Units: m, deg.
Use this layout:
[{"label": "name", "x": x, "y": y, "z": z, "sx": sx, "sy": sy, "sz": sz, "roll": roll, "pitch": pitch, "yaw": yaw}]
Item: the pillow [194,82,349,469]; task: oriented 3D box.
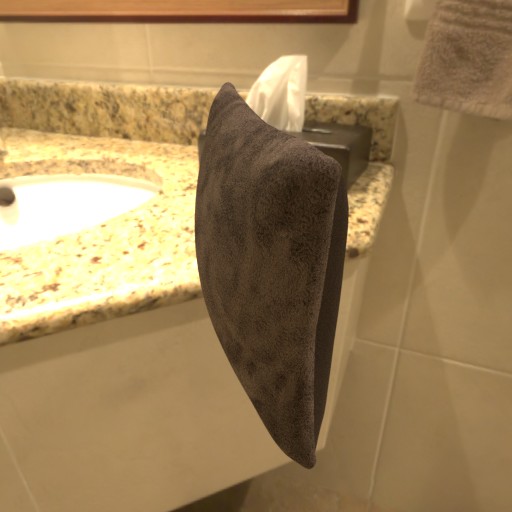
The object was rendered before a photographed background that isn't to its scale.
[{"label": "pillow", "x": 0.000, "y": 0.000, "z": 0.792, "sx": 0.204, "sy": 0.520, "sz": 0.522, "roll": -8, "pitch": 30, "yaw": -14}]
